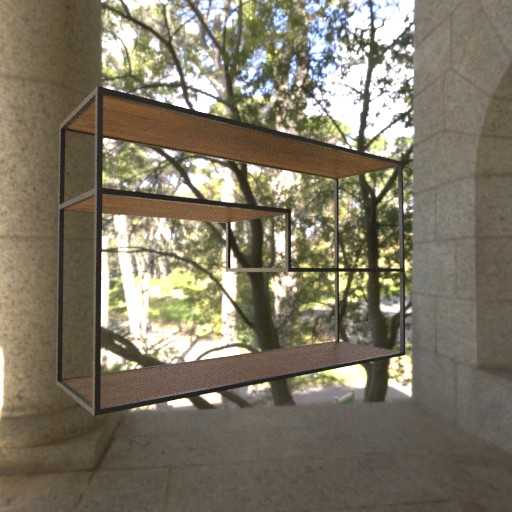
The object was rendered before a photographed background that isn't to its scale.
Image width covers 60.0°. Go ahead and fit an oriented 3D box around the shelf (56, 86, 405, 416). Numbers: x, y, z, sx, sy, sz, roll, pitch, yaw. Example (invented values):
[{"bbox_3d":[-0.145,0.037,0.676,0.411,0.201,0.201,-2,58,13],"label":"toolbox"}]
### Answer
[{"bbox_3d":[0.000,0.000,1.530,1.201,0.765,0.361,1,-2,-37],"label":"shelf"}]
